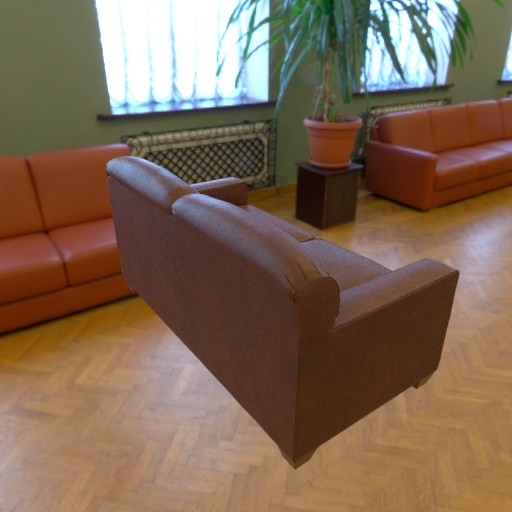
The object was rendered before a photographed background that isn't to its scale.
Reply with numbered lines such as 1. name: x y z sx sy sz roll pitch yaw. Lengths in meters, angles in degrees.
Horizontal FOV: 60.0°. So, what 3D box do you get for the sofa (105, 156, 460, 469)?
1. sofa: 0.000 0.000 2.460 1.000 0.966 1.856 -17 31 -32
